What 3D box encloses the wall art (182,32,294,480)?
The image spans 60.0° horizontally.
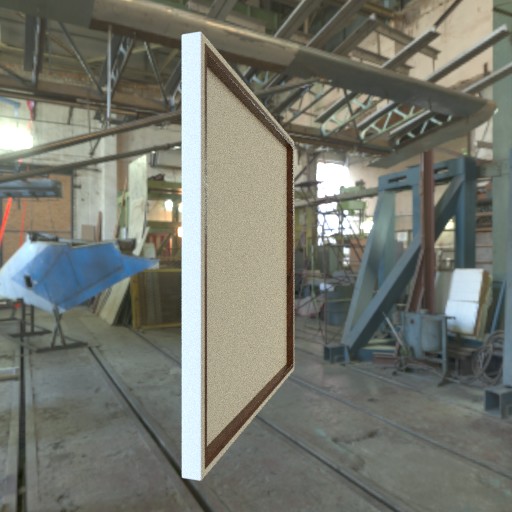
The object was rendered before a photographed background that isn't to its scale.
[{"bbox_3d":[0.000,0.000,1.112,0.037,0.757,0.757,0,0,17],"label":"wall art"}]
